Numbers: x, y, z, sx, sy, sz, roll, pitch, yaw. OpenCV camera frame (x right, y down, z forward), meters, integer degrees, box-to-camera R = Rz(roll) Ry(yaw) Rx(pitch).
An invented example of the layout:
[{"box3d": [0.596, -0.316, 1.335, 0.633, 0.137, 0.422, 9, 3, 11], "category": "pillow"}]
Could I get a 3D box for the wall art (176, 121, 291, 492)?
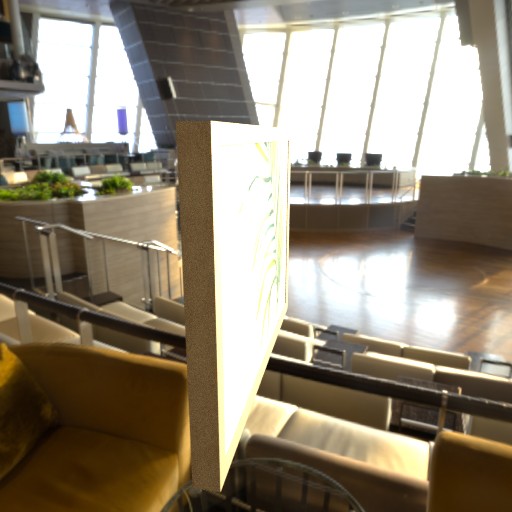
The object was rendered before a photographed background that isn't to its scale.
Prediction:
[{"box3d": [0.000, 0.000, 0.678, 0.032, 0.380, 0.532, 3, 16, 11], "category": "wall art"}]
